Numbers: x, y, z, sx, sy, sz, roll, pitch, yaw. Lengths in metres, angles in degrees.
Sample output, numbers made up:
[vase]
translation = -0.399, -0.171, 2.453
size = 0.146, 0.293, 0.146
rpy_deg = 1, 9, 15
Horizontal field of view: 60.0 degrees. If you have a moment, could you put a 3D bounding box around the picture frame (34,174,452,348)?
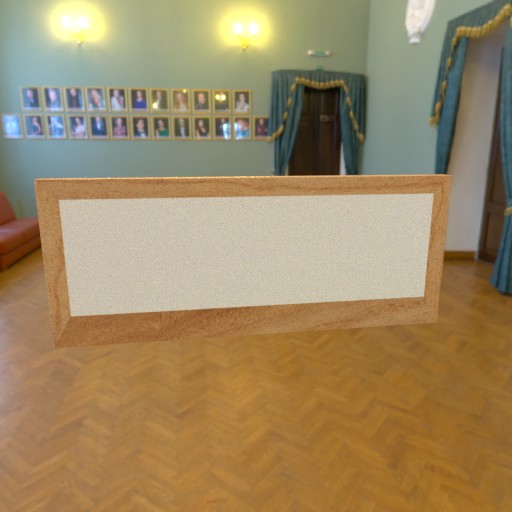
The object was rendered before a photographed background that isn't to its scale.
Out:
[picture frame]
translation = 0.000, 0.000, 0.661
size = 0.582, 0.234, 0.045
rpy_deg = -2, 14, -9
